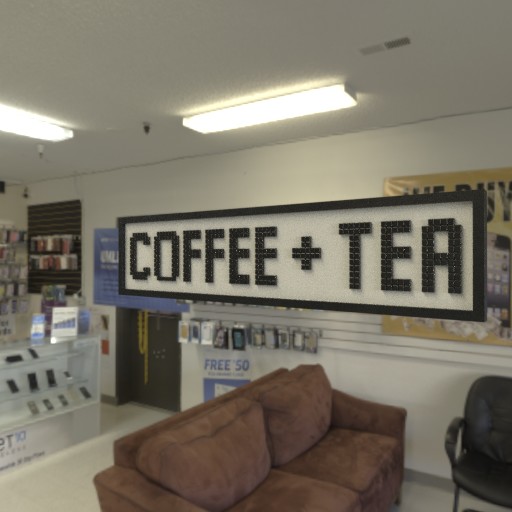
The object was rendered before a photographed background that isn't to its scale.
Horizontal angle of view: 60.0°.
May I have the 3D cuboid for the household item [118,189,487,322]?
[{"bbox_3d":[0.000,0.000,1.079,1.001,0.236,0.030,0,0,35],"label":"household item"}]
